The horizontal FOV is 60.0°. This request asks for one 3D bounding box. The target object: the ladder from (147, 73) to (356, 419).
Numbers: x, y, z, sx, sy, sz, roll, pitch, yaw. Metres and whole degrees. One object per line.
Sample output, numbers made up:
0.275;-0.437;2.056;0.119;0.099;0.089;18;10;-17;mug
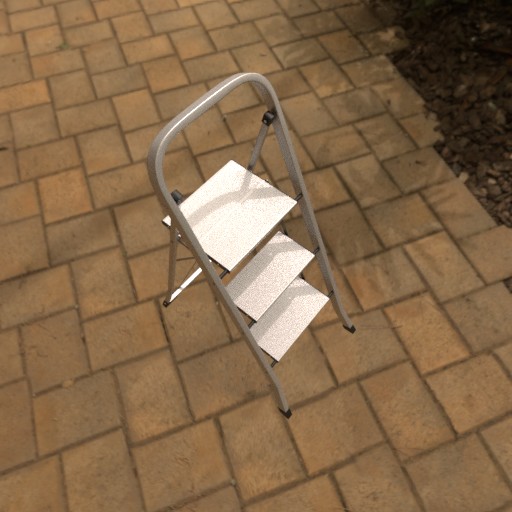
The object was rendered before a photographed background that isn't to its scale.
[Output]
0.000;0.000;1.415;0.704;1.070;0.465;36;66;19;ladder
